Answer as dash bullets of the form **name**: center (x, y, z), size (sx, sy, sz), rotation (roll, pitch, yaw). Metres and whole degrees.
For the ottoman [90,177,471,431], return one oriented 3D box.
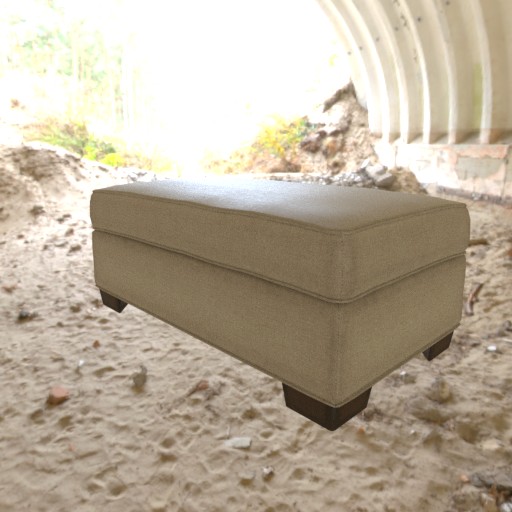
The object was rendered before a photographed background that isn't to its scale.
- **ottoman**: center (0.000, 0.000, 1.421), size (0.617, 0.461, 1.097), rotation (-13, 20, -42)
